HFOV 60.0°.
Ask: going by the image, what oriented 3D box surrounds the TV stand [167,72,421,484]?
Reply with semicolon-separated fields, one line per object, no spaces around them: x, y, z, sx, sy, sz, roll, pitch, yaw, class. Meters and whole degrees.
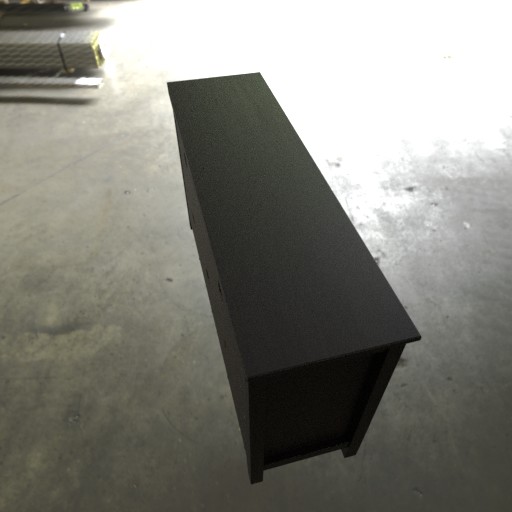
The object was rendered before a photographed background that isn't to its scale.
0.000;0.000;1.460;0.347;0.681;1.198;-11;47;-10;TV stand
